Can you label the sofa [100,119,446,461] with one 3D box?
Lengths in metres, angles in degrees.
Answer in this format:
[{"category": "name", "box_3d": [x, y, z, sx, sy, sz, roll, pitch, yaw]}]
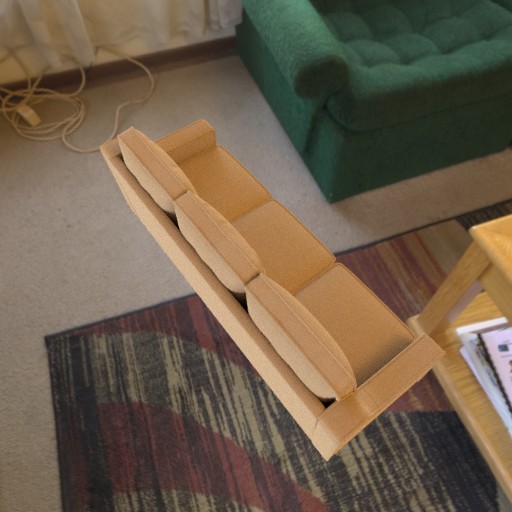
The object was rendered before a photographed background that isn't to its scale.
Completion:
[{"category": "sofa", "box_3d": [0.000, 0.000, 2.592, 0.791, 0.902, 2.131, -32, 62, -19]}]
